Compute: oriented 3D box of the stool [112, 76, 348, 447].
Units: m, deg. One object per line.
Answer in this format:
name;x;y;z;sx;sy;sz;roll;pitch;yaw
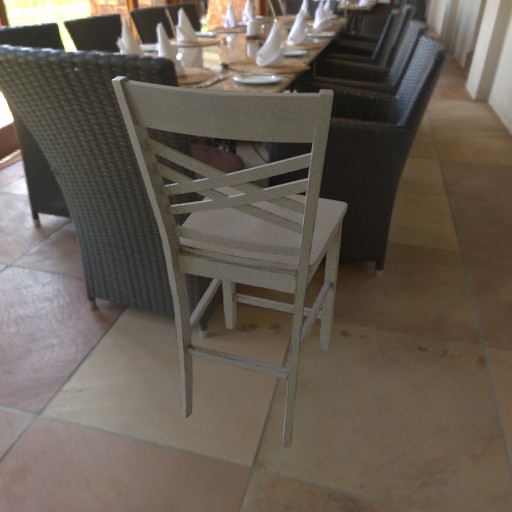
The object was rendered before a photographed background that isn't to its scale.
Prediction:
stool;0.000;0.000;1.344;0.462;1.079;0.539;10;33;16
